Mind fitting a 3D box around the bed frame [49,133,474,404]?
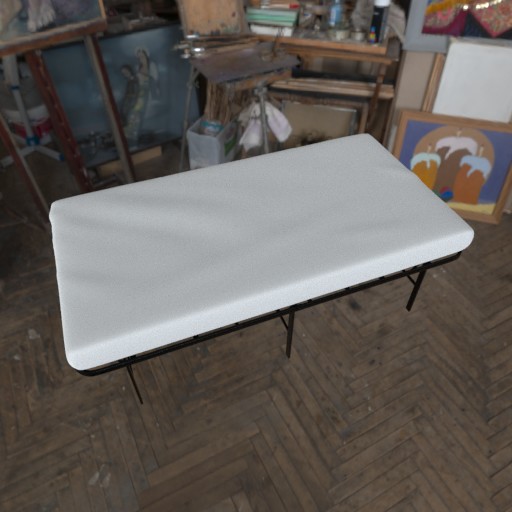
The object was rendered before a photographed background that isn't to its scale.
[{"bbox_3d":[0.000,0.000,2.372,1.903,0.619,0.989,-16,48,-15],"label":"bed frame"}]
